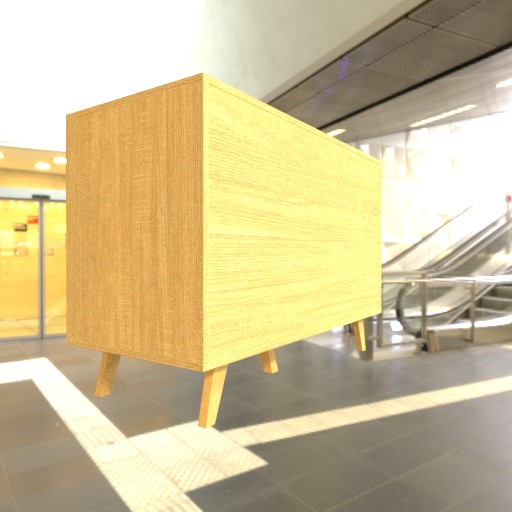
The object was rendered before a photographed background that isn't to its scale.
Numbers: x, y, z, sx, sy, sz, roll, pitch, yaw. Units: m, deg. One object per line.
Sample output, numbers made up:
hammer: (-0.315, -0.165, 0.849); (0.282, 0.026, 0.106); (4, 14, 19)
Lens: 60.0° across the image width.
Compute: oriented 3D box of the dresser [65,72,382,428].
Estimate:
dresser: (0.000, 0.000, 1.530); (0.500, 0.780, 1.110); (0, 1, 35)
